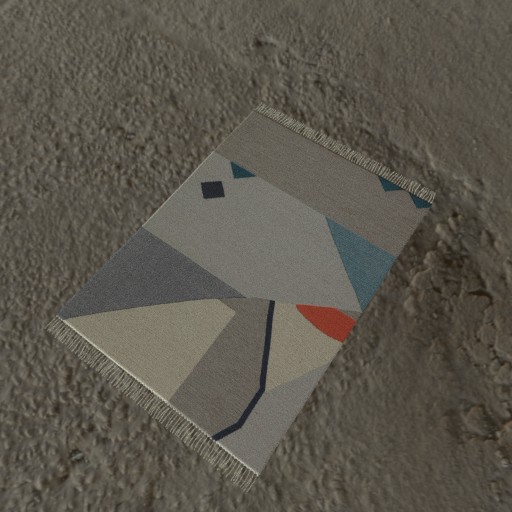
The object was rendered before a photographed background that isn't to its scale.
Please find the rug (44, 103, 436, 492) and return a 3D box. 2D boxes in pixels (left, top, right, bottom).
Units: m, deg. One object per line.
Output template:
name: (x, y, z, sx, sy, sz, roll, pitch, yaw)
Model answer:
rug: (0.000, 0.000, 2.311, 1.220, 0.005, 1.828, 32, 67, 15)
